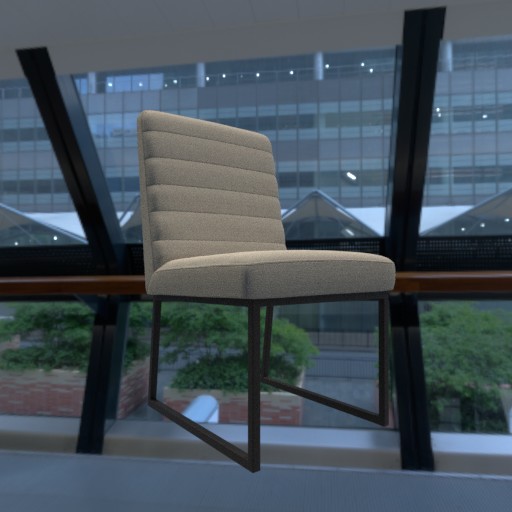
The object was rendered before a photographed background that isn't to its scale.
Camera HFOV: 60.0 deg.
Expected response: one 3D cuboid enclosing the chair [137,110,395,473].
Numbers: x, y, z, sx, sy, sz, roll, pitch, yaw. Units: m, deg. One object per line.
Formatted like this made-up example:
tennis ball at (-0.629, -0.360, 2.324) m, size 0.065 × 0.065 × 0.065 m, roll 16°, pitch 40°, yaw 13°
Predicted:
chair at (0.000, 0.000, 1.320) m, size 0.520 × 0.930 × 0.634 m, roll 1°, pitch -1°, yaw -37°
